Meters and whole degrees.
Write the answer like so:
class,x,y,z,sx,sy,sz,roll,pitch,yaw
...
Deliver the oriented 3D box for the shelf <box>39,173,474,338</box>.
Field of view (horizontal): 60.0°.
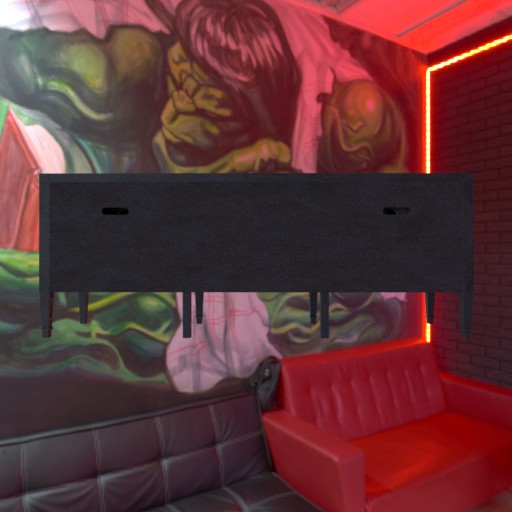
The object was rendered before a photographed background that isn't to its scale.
class,x,y,z,sx,sy,sz,roll,pitch,yaw
shelf,0.000,0.000,2.150,1.878,0.715,0.471,0,0,0
